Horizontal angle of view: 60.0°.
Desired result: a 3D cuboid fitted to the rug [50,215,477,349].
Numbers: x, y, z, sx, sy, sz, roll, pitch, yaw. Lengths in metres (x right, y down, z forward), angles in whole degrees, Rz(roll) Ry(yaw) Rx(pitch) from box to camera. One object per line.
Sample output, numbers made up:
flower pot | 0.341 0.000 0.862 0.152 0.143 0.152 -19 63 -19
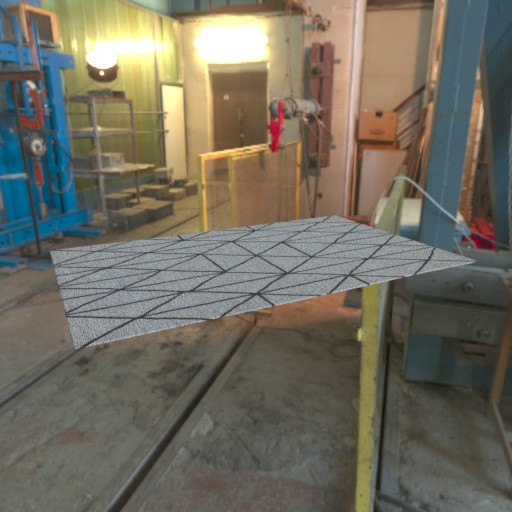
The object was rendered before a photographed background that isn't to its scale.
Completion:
rug | 0.000 0.000 2.999 2.465 0.008 1.526 -9 20 -26
